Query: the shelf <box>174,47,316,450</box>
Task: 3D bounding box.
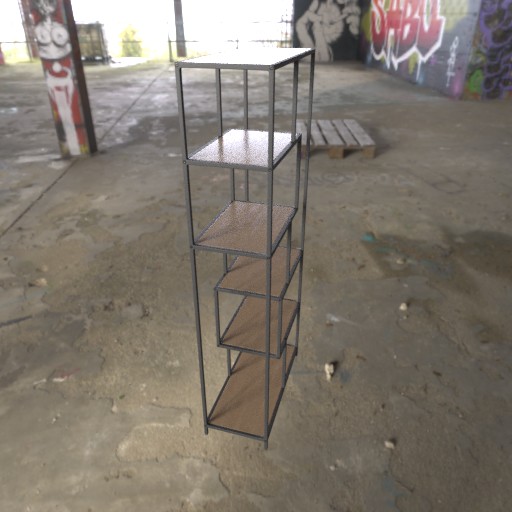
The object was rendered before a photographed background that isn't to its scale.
[{"bbox_3d":[0.000,0.000,2.227,0.350,1.850,0.770,8,30,14],"label":"shelf"}]
